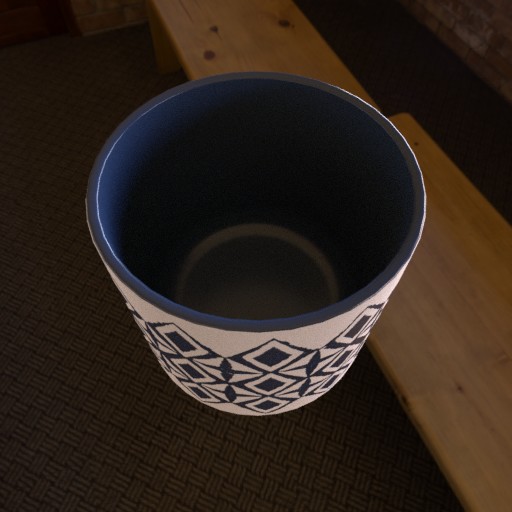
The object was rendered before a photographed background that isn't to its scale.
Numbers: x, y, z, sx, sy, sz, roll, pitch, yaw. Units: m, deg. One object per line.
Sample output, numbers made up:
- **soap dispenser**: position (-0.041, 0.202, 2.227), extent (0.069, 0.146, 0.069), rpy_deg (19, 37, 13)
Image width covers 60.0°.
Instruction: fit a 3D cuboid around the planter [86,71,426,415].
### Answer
- **planter**: position (0.000, 0.000, 0.308), extent (0.182, 0.165, 0.182), rpy_deg (0, 58, 0)
